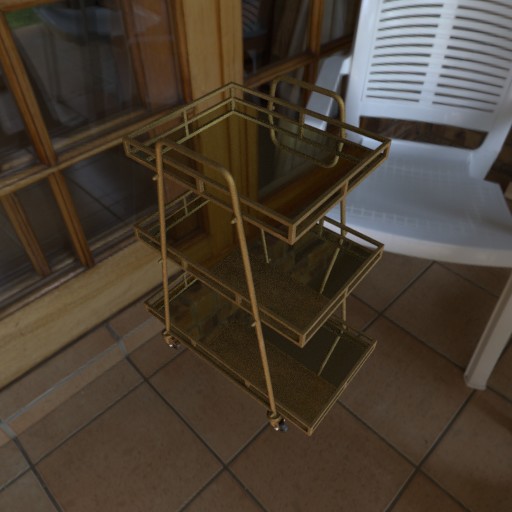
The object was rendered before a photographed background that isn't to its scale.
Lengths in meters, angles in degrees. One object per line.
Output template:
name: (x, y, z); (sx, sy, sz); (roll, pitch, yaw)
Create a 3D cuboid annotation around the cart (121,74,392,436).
cart: (0.000, 0.000, 1.281); (0.711, 0.883, 0.441); (30, 52, 27)
